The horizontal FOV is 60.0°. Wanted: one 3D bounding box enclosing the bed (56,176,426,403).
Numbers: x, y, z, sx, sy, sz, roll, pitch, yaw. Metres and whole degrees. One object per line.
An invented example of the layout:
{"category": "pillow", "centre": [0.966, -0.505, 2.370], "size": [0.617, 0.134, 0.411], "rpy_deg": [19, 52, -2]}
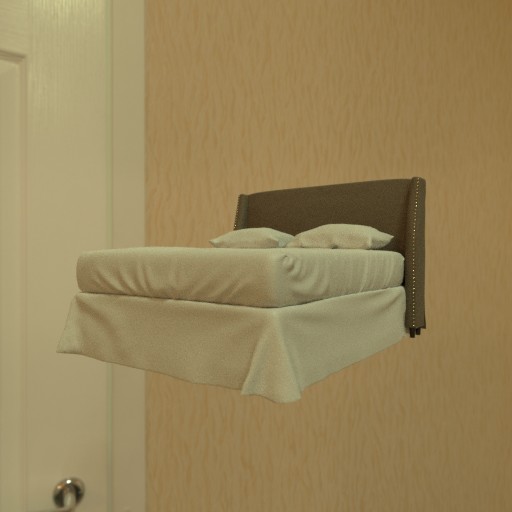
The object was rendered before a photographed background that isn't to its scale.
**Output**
{"category": "bed", "centre": [0.000, 0.000, 3.374], "size": [1.925, 1.332, 2.276], "rpy_deg": [0, 0, 36]}
